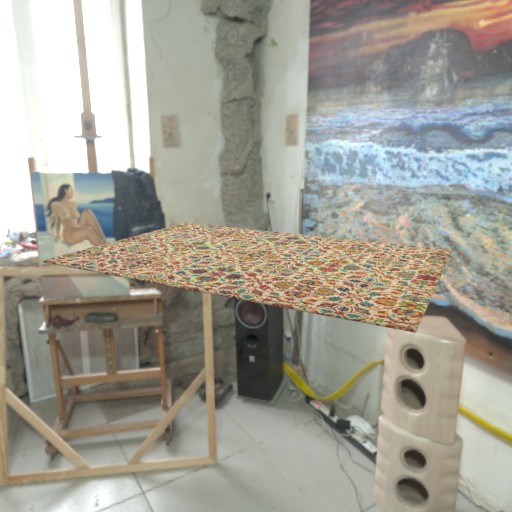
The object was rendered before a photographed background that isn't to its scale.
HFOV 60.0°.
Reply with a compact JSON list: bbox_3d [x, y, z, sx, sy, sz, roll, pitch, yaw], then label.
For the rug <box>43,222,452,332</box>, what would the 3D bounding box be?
[{"bbox_3d":[0.000,0.000,2.381,1.838,0.013,1.226,8,17,27],"label":"rug"}]
